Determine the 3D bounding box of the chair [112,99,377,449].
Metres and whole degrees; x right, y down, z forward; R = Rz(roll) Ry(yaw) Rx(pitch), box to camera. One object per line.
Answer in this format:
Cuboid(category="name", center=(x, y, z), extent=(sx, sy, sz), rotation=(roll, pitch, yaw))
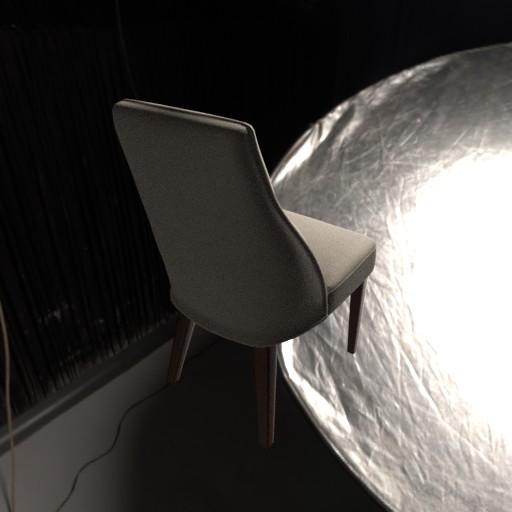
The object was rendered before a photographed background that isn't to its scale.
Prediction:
Cuboid(category="chair", center=(0.000, 0.000, 1.293), extent=(0.500, 0.930, 0.620), rotation=(22, 37, 32))
